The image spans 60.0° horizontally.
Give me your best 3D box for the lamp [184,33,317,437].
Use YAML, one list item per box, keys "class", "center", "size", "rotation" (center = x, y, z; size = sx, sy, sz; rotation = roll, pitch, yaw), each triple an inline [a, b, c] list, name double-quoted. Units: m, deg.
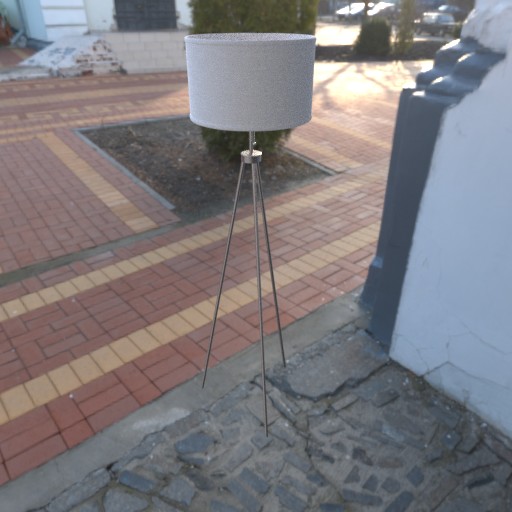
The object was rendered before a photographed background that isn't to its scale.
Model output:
- class: "lamp"
  center: [0.000, 0.000, 1.739]
  size: [0.448, 1.545, 0.458]
  rotation: [-12, 31, -20]
